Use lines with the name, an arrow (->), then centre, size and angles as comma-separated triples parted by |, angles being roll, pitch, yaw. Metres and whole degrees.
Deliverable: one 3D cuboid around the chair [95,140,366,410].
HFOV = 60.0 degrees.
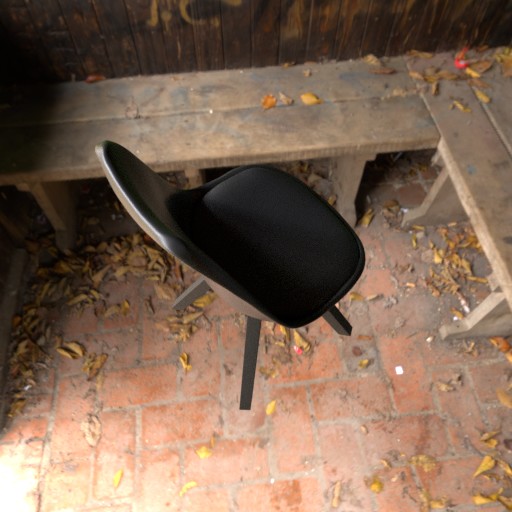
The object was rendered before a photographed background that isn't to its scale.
chair -> 0.000, 0.000, 1.148 | 0.530, 0.850, 0.485 | -31, 63, -18
